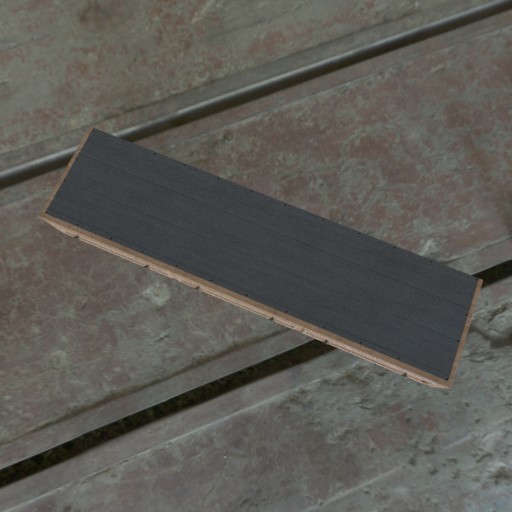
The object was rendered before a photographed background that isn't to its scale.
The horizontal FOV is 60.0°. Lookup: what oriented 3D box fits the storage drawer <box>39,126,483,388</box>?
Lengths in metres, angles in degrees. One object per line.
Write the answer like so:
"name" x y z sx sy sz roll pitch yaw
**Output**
"storage drawer" 0.000 0.000 2.194 2.032 0.264 0.538 22 77 6
